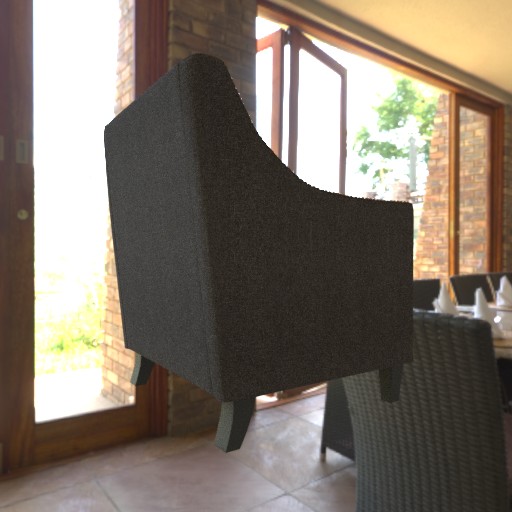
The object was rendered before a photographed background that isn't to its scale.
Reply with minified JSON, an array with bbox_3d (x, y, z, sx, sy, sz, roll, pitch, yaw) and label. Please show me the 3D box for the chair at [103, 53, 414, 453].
[{"bbox_3d":[0.000,0.000,1.577,0.884,0.967,0.776,0,0,-34],"label":"chair"}]
